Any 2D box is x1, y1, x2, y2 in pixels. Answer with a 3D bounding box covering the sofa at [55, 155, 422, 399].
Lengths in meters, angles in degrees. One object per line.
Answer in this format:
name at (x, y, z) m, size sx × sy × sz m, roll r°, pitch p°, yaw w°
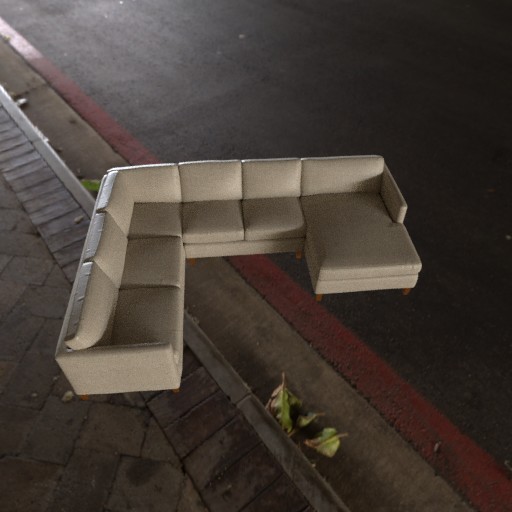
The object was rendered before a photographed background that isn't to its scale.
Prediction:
sofa at (0.000, 0.000, 4.681) m, size 3.460 × 0.961 × 2.594 m, roll -4°, pitch 45°, yaw -4°
